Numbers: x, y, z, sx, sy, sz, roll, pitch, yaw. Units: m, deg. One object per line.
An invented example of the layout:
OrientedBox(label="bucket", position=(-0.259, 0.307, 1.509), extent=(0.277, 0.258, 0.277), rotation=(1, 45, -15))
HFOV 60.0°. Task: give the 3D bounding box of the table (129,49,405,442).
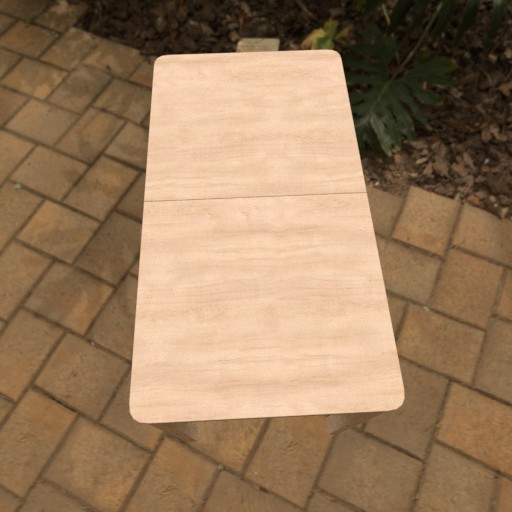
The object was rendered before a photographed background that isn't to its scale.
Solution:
OrientedBox(label="table", position=(0.000, 0.000, 1.893), extent=(0.750, 0.900, 1.400), rotation=(-3, 64, -1))
